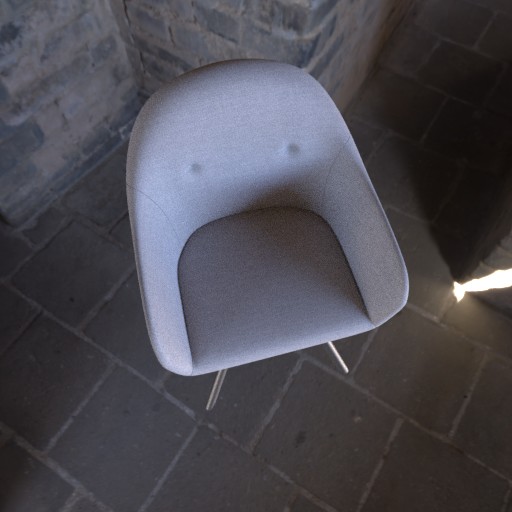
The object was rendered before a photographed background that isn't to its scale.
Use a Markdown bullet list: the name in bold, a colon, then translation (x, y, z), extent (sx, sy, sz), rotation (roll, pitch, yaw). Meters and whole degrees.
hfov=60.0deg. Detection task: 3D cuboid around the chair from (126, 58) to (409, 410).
- **chair**: translation (0.000, 0.000, 1.151), extent (0.540, 0.780, 0.570), rotation (-13, 64, -6)
